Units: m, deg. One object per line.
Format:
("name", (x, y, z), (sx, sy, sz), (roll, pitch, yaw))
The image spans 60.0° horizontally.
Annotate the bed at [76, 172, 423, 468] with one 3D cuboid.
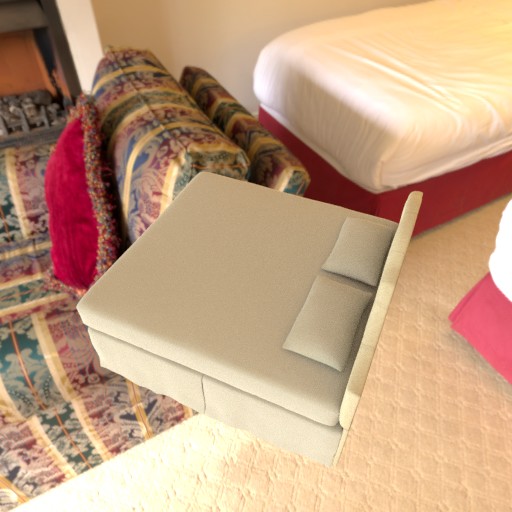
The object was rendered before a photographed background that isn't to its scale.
("bed", (0.000, 0.000, 3.455), (2.086, 1.555, 2.012), (18, 48, 17))
